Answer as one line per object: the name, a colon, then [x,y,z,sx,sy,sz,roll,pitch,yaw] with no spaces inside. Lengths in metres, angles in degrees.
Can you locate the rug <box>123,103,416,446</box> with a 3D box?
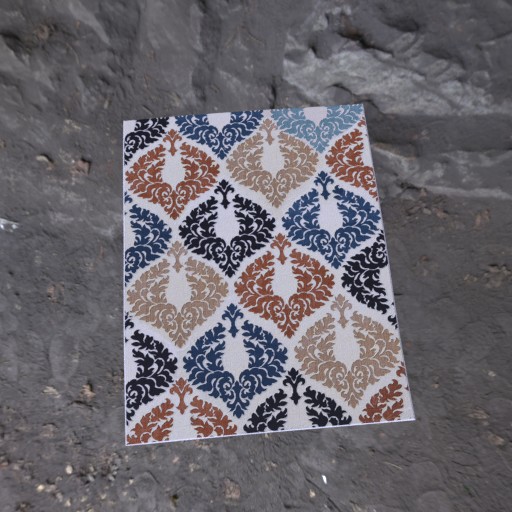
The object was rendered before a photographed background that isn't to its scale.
rug: [0.000,0.000,4.063,2.423,0.014,3.040,-5,75,-1]
